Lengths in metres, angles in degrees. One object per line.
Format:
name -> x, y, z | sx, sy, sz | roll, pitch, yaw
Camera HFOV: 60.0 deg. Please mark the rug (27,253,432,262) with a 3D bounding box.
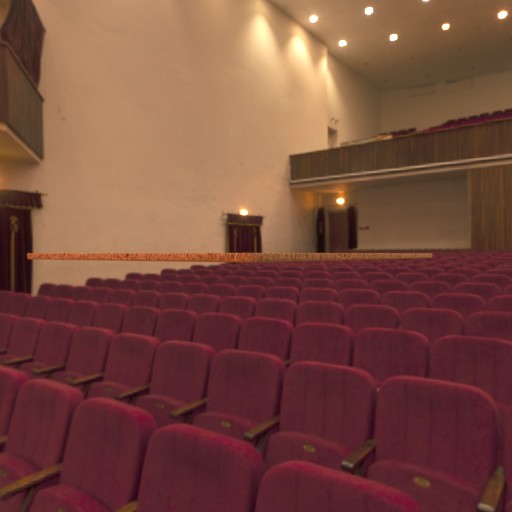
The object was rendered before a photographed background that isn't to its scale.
rug -> 0.000, 0.000, 2.119 | 1.199, 0.025, 1.600 | 0, 0, 37
